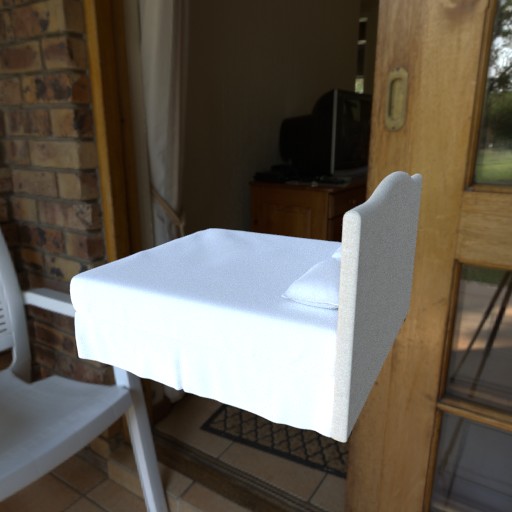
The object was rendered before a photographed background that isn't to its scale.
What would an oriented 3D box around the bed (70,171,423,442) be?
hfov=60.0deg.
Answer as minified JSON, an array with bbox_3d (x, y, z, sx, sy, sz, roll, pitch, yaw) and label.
[{"bbox_3d":[0.000,0.000,3.577,2.182,1.421,2.083,8,18,26],"label":"bed"}]
